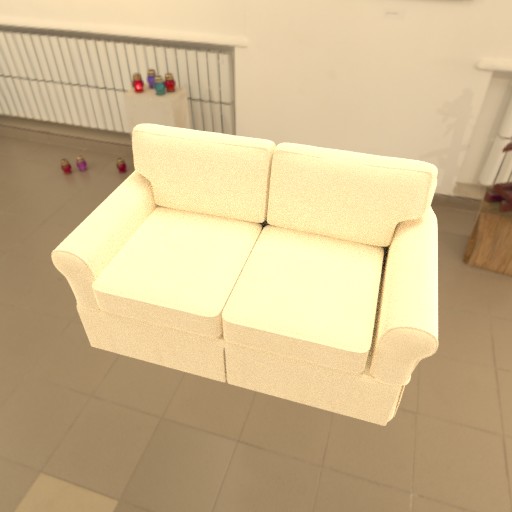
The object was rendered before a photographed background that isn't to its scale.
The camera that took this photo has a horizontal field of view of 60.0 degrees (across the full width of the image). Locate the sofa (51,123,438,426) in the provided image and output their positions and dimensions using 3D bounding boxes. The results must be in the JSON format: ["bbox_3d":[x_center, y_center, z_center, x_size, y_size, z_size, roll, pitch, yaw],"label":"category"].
[{"bbox_3d":[0.000,0.000,2.287,1.727,0.940,0.991,11,42,13],"label":"sofa"}]
